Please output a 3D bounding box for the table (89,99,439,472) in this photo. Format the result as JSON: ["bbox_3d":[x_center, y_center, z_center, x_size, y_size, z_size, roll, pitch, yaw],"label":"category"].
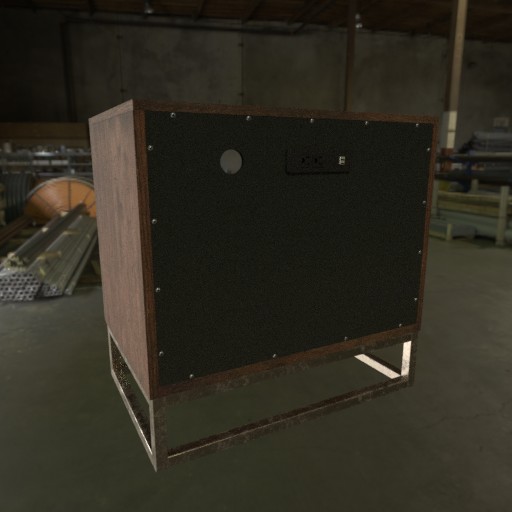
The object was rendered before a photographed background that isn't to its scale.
[{"bbox_3d":[0.000,0.000,1.248,0.767,0.746,0.542,-7,15,-28],"label":"table"}]
